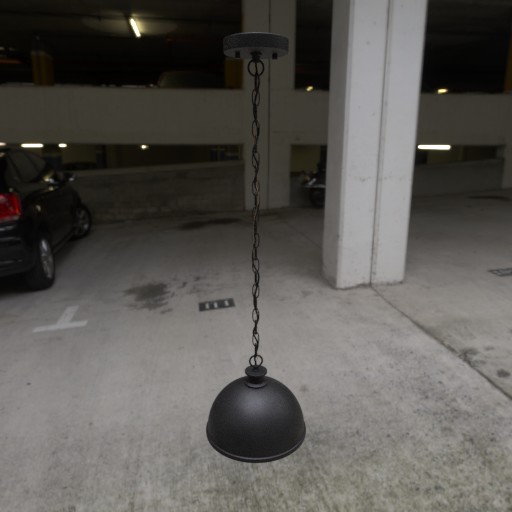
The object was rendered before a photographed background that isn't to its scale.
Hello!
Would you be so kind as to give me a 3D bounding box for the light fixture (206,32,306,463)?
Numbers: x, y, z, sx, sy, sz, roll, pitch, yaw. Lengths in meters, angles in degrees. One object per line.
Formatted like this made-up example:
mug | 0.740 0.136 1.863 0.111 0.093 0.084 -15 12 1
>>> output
light fixture | 0.000 0.000 1.220 0.304 1.090 0.304 -2 15 -9
